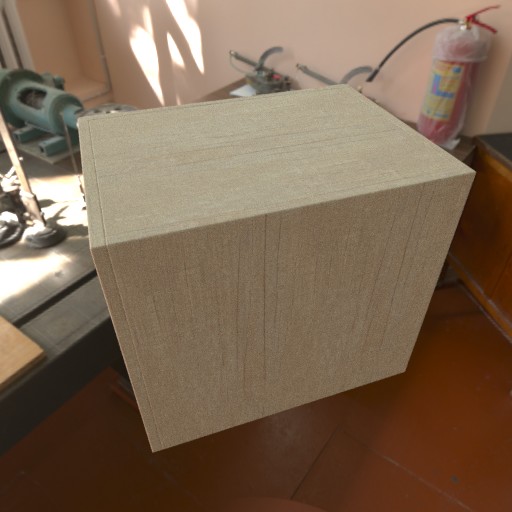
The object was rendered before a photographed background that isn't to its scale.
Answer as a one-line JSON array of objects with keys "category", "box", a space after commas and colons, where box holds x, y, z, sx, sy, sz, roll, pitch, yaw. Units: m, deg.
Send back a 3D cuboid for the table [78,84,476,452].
[{"category": "table", "box": [0.000, 0.000, 0.921, 0.570, 0.510, 0.420, -13, 41, -15]}]
